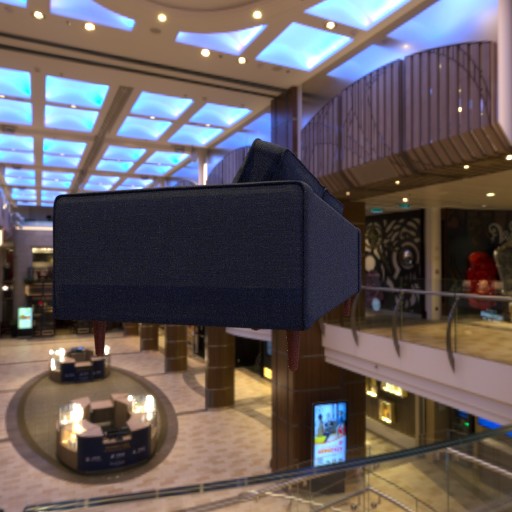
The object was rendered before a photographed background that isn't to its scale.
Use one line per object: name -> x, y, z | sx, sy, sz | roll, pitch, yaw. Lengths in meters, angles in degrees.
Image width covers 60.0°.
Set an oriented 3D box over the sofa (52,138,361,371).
sofa -> 0.000, 0.000, 2.273 | 0.914, 0.762, 1.880 | 0, -1, 18
